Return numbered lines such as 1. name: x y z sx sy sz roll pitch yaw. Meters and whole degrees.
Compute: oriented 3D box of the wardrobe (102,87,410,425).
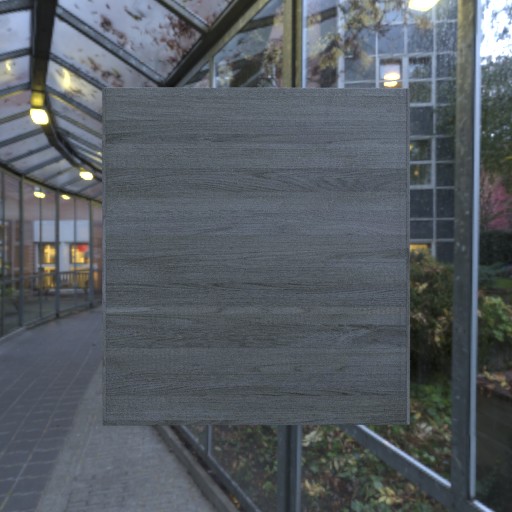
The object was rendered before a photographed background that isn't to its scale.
1. wardrobe: 0.000 0.000 2.878 1.780 1.960 0.629 0 0 0
